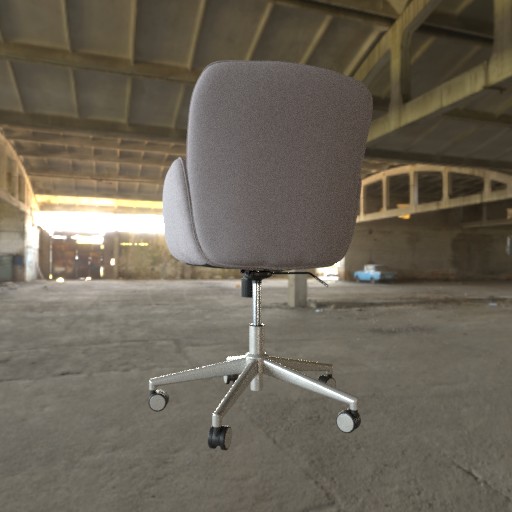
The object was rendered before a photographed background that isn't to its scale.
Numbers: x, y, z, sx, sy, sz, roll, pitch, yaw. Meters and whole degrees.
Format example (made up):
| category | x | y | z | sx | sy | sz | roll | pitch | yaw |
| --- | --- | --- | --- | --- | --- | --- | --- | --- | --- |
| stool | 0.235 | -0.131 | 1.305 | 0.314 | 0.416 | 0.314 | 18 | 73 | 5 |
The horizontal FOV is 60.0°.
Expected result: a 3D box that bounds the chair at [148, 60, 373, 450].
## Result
| category | x | y | z | sx | sy | sz | roll | pitch | yaw |
| --- | --- | --- | --- | --- | --- | --- | --- | --- | --- |
| chair | 0.000 | 0.000 | 1.401 | 0.648 | 0.959 | 0.654 | 0 | -1 | -19 |
